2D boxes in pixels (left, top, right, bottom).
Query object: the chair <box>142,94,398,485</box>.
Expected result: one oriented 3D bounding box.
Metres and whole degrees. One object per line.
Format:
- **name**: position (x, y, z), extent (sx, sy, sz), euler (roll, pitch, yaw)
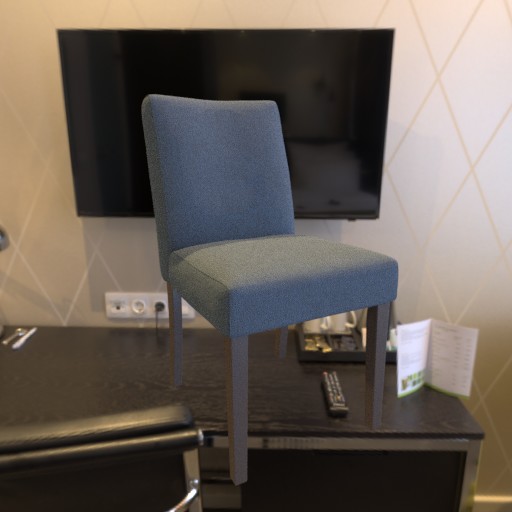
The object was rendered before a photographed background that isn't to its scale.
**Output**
- **chair**: position (0.000, 0.000, 1.244), extent (0.487, 0.882, 0.629), euler (-8, 16, -28)
